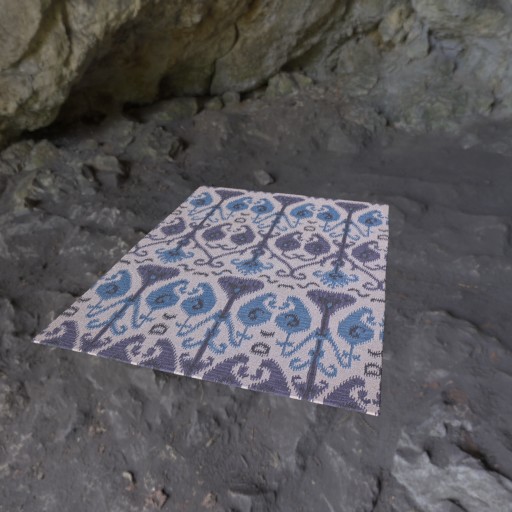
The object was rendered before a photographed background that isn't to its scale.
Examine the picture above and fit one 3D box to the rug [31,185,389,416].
[{"bbox_3d":[0.000,0.000,2.925,1.676,0.013,2.261,8,30,14],"label":"rug"}]
